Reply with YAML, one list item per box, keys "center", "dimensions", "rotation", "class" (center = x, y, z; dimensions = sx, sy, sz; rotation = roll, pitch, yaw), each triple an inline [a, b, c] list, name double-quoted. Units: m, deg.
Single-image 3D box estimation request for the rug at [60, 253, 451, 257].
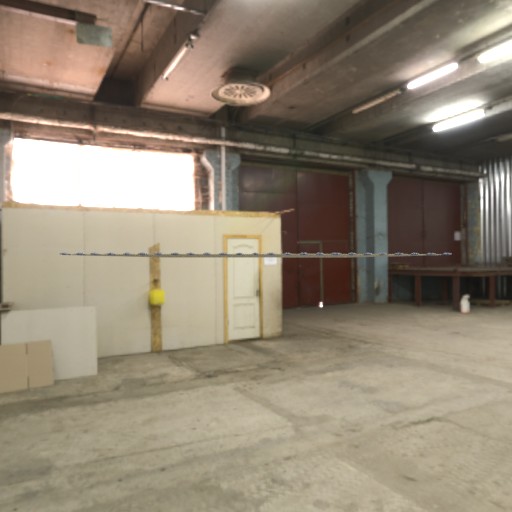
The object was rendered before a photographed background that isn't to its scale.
- center: [0.000, 0.000, 4.464]
  dimensions: [2.471, 0.016, 3.416]
  rotation: [0, 0, 0]
  class: "rug"
